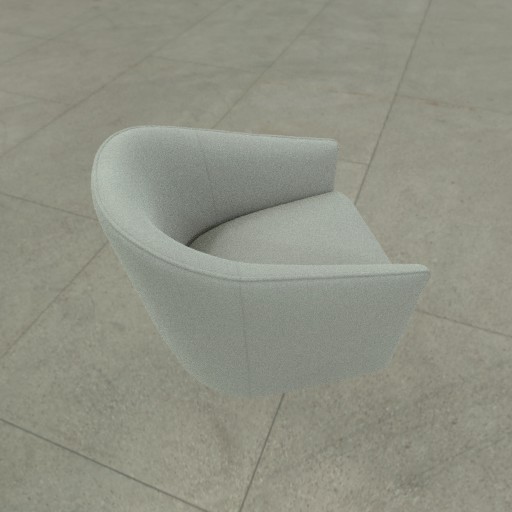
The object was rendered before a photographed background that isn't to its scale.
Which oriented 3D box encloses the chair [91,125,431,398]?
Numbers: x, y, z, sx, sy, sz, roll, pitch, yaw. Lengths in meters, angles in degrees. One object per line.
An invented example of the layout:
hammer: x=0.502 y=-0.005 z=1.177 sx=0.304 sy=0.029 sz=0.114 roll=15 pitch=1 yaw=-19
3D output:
chair: x=0.000 y=0.000 z=1.477 sx=0.875 sy=0.799 sz=0.747 roll=-10 pitch=46 yaw=-10
